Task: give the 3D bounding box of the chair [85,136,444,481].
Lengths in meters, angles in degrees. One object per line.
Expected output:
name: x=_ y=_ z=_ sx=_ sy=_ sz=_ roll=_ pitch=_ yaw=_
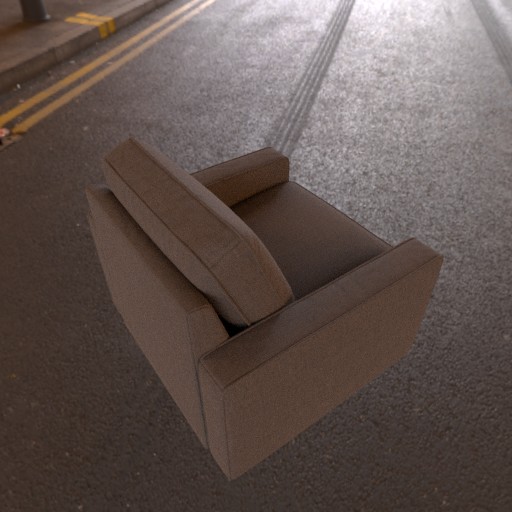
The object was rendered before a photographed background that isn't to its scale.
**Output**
chair: x=0.000 y=0.000 z=1.702 sx=0.940 sy=0.919 sz=1.017 roll=-26 pitch=47 yaw=-26
